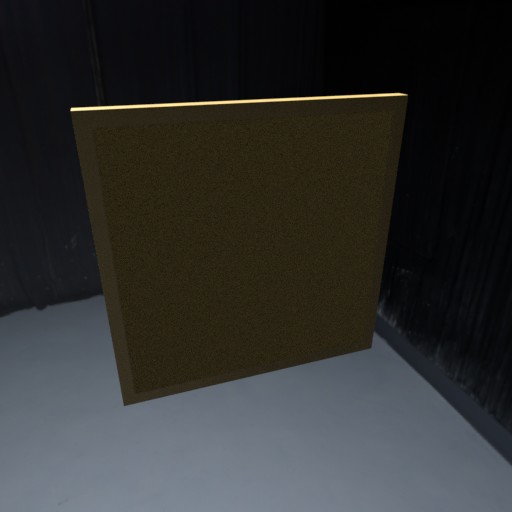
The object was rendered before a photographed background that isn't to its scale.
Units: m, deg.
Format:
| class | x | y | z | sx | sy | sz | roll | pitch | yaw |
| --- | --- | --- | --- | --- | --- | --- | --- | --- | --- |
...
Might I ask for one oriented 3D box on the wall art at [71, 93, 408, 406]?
| class | x | y | z | sx | sy | sz | roll | pitch | yaw |
| --- | --- | --- | --- | --- | --- | --- | --- | --- | --- |
| wall art | 0.000 | 0.000 | 2.907 | 1.935 | 1.936 | 0.097 | -9 | 28 | -17 |
